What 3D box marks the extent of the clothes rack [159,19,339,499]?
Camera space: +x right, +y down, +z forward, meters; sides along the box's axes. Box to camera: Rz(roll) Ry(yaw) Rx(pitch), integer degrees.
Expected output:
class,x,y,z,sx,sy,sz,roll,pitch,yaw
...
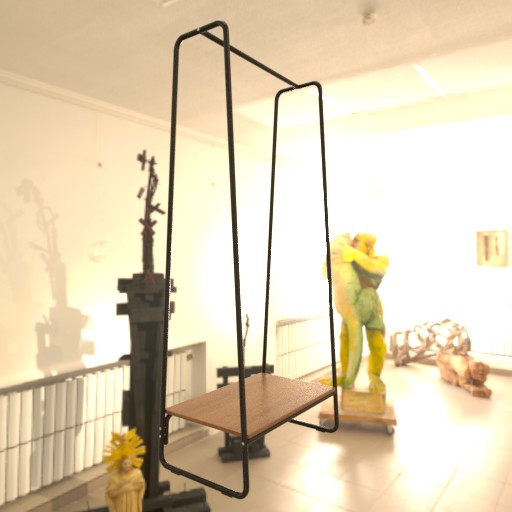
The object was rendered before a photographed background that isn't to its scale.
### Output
class,x,y,z,sx,sy,sz,roll,pitch,yaw
clothes rack,0.000,0.000,1.707,0.400,1.500,0.640,0,1,36
